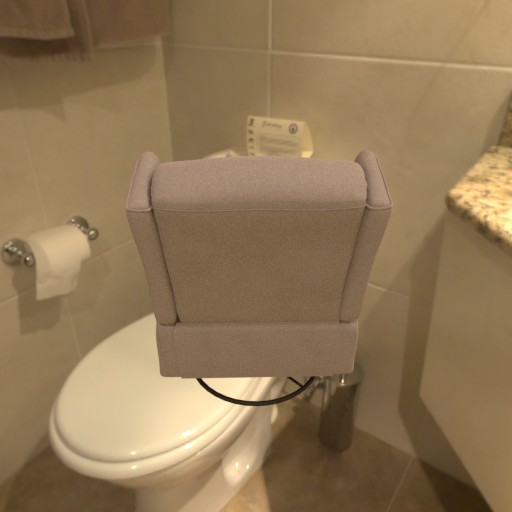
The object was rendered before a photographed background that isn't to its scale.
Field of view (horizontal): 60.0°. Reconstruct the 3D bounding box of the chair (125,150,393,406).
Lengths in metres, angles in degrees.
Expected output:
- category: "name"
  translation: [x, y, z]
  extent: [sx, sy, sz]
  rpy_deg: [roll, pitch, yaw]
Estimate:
- category: "chair"
  translation: [0.000, 0.000, 1.710]
  extent: [0.847, 1.011, 0.969]
  rpy_deg: [-1, 30, -1]
